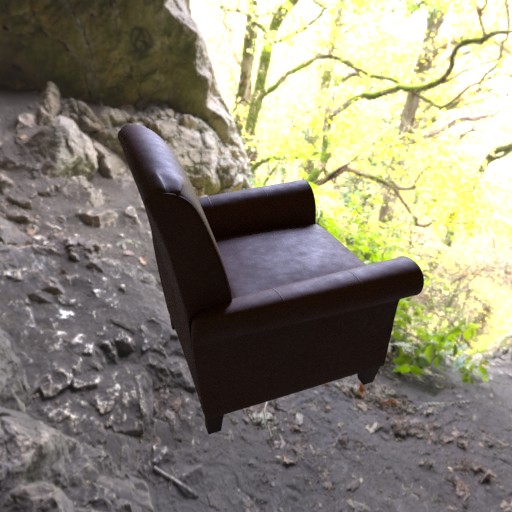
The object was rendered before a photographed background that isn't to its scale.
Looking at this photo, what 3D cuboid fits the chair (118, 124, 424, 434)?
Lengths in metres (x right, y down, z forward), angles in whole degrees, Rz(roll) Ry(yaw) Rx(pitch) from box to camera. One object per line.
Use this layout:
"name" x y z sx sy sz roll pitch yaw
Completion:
"chair" 0.000 0.000 1.819 0.902 1.061 0.978 -11 32 -18
